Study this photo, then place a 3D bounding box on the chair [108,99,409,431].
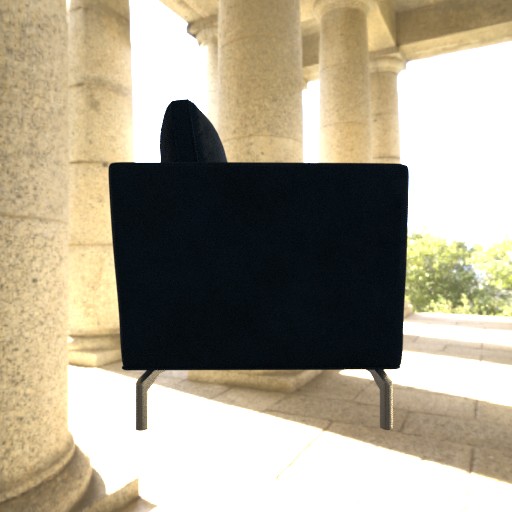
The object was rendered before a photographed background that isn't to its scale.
[{"bbox_3d":[0.000,0.000,1.560,0.746,0.893,0.977,0,0,-1],"label":"chair"}]
